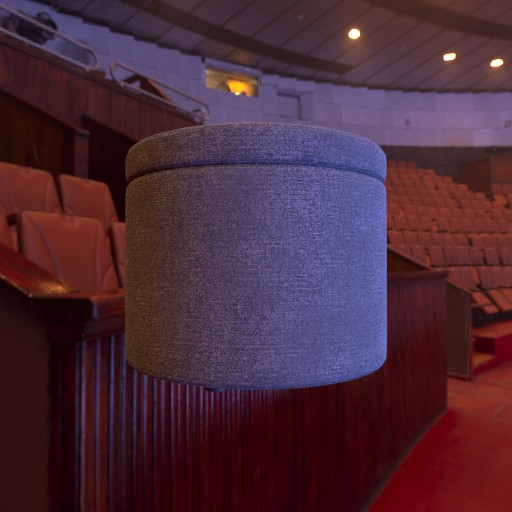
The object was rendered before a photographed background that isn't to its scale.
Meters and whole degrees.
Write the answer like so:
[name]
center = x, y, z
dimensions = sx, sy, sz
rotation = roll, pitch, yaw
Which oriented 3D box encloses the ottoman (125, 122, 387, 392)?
[ottoman]
center = 0.000, 0.000, 0.885
dimensions = 0.500, 0.419, 0.500
rotation = 0, -1, 0
